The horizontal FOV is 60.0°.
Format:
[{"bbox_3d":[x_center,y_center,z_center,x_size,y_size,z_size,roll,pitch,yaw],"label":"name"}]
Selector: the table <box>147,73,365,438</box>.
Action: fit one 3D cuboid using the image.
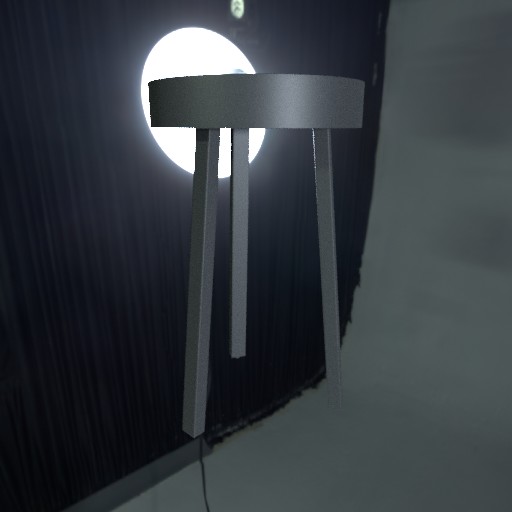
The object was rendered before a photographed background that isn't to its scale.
[{"bbox_3d":[0.000,0.000,0.949,0.406,0.686,0.406,16,23,42],"label":"table"}]
